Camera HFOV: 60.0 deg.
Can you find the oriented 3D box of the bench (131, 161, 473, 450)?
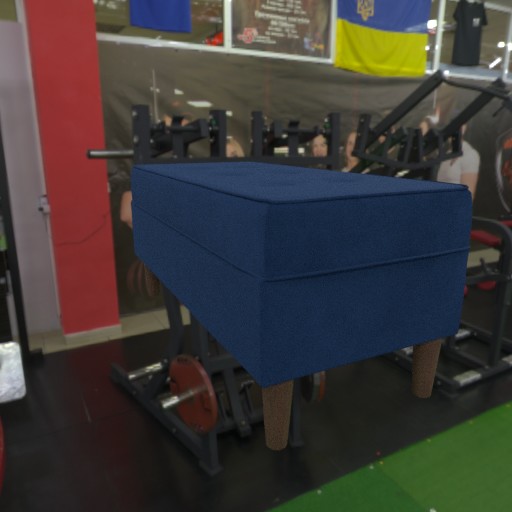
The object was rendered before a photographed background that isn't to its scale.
[{"bbox_3d":[0.000,0.000,1.252,0.489,0.467,1.010,-7,17,-26],"label":"bench"}]
